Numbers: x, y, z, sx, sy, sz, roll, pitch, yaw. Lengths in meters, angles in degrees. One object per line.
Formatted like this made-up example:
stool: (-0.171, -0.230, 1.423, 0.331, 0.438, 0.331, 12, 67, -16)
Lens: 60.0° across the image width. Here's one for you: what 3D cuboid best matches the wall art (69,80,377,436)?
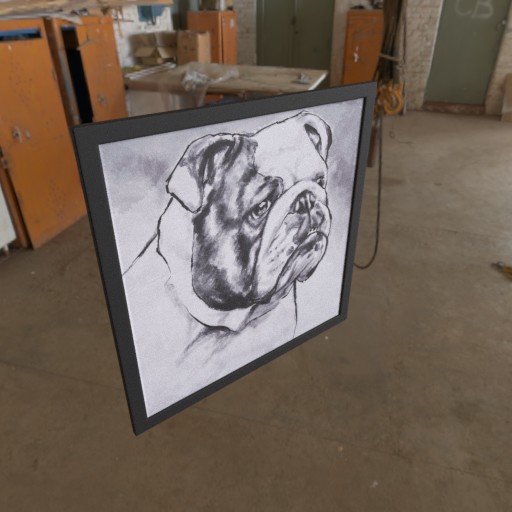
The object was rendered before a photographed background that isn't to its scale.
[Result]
wall art: (0.000, 0.000, 0.821, 0.562, 0.558, 0.012, -21, 36, -32)
